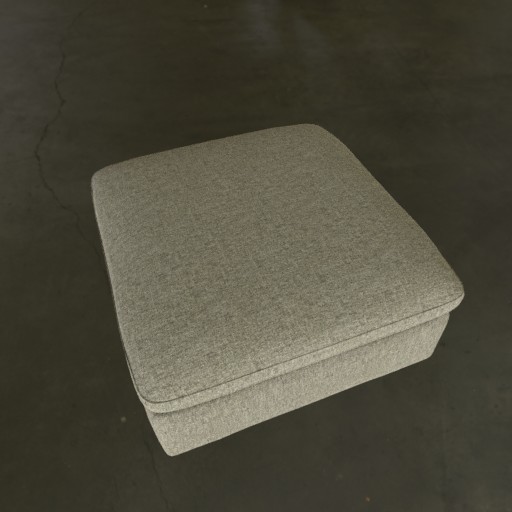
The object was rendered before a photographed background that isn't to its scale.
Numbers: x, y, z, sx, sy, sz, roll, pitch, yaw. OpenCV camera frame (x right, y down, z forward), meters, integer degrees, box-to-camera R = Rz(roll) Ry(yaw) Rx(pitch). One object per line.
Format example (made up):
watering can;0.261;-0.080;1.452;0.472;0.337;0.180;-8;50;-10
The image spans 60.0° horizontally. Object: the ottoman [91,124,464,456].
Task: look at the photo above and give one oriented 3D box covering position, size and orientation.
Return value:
ottoman;0.000;0.000;1.639;1.035;0.526;1.039;-16;50;-14
